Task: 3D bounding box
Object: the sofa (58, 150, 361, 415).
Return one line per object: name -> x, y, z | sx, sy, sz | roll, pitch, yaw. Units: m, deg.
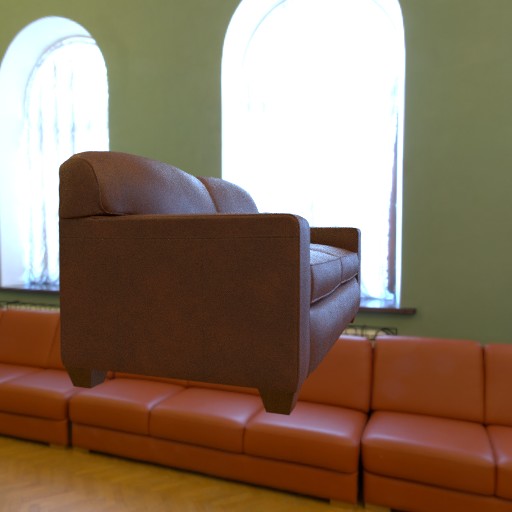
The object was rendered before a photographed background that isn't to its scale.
sofa -> 0.000, 0.000, 2.402 | 1.000, 0.966, 1.856 | 1, 2, 19
